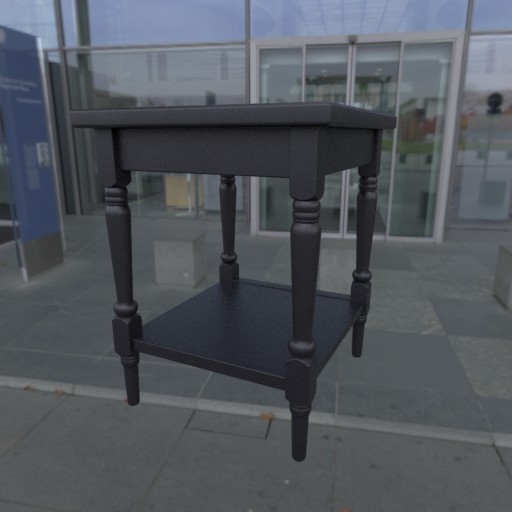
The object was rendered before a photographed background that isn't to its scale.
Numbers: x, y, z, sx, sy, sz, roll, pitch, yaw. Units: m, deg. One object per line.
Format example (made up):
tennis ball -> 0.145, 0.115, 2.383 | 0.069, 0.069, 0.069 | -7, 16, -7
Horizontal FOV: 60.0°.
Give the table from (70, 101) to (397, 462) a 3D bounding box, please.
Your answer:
table -> 0.000, 0.000, 0.917 | 0.442, 0.565, 0.488 | 7, 17, 25
